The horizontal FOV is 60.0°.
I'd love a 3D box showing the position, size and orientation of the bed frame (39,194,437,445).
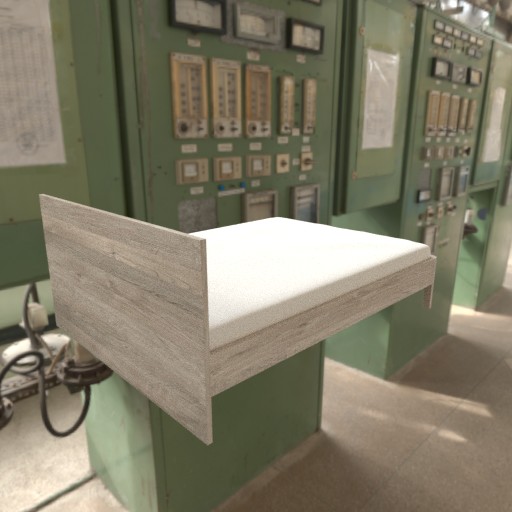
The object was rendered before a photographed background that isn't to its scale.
[{"bbox_3d":[0.000,0.000,2.735,1.950,0.800,1.490,-15,22,-42],"label":"bed frame"}]
